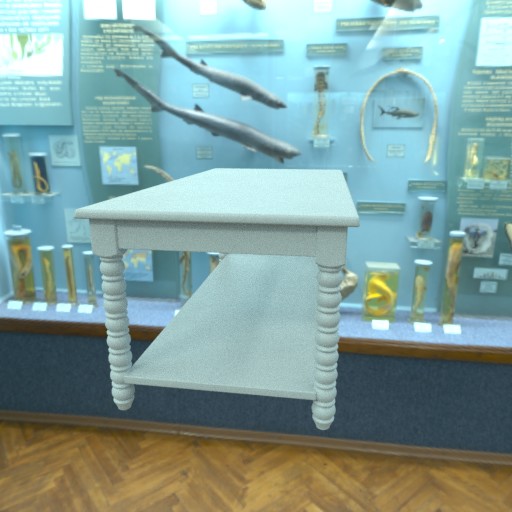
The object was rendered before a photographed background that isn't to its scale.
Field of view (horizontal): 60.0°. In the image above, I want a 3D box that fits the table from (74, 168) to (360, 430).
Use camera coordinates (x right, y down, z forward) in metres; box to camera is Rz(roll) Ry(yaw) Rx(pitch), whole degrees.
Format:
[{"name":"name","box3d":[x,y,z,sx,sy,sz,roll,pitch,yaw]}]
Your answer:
[{"name":"table","box3d":[0.000,0.000,1.476,0.580,0.487,1.171,2,15,9]}]
